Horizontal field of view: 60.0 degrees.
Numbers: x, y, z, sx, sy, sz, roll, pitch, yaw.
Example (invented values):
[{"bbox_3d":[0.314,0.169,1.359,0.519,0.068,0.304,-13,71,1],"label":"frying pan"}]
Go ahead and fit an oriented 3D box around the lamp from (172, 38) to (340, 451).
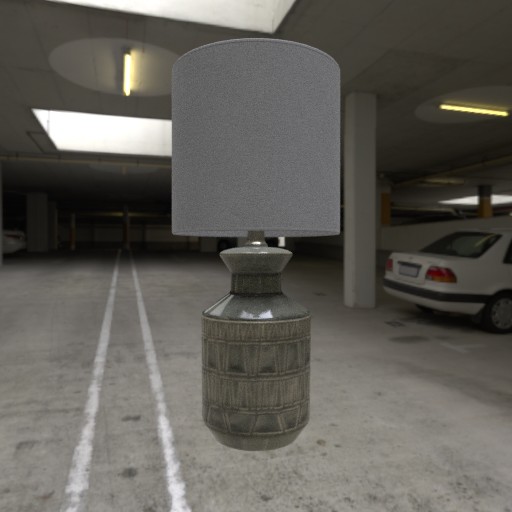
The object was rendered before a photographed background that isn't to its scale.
[{"bbox_3d":[0.000,0.000,0.568,0.211,0.455,0.211,0,1,-17],"label":"lamp"}]
